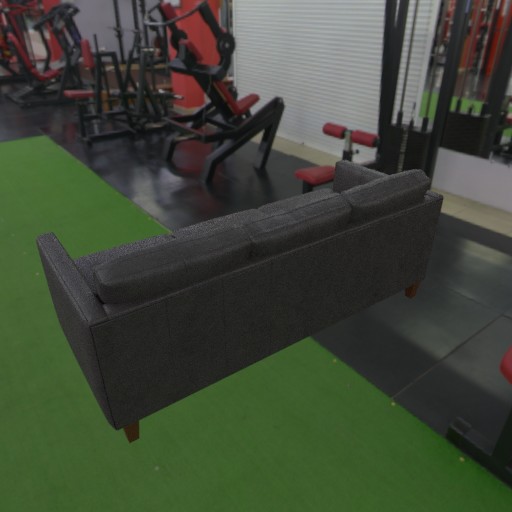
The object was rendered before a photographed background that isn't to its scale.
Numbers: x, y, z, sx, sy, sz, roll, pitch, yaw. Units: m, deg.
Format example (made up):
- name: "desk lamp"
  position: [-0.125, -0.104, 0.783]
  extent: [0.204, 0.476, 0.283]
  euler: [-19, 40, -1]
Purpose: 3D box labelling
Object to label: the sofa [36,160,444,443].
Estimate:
- name: "sofa"
  position: [0.000, 0.000, 2.953]
  extent: [2.464, 1.006, 1.045]
  euler: [-19, 35, -30]
